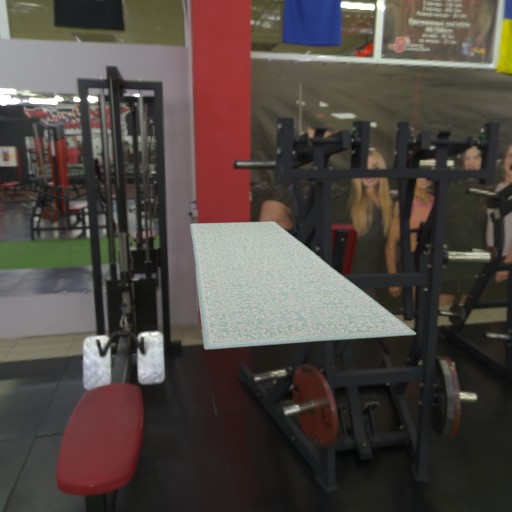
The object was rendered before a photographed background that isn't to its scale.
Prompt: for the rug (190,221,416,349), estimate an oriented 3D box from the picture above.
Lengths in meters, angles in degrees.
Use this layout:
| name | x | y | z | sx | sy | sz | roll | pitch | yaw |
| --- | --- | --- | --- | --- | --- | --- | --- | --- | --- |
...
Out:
| name | x | y | z | sx | sy | sz | roll | pitch | yaw |
| --- | --- | --- | --- | --- | --- | --- | --- | --- | --- |
| rug | 0.000 | 0.000 | 2.388 | 0.662 | 0.011 | 2.196 | -2 | 14 | -9 |
